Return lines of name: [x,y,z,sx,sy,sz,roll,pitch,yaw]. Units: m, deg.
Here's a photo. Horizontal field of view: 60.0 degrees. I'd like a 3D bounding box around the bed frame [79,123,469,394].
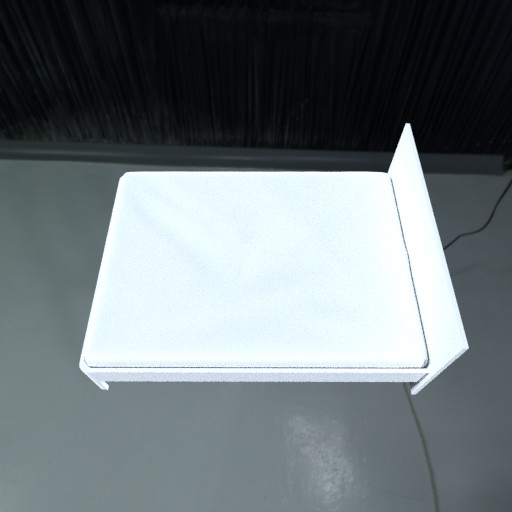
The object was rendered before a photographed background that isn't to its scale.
bed frame: [0.000,0.000,2.762,1.950,0.800,1.490,0,58,0]
